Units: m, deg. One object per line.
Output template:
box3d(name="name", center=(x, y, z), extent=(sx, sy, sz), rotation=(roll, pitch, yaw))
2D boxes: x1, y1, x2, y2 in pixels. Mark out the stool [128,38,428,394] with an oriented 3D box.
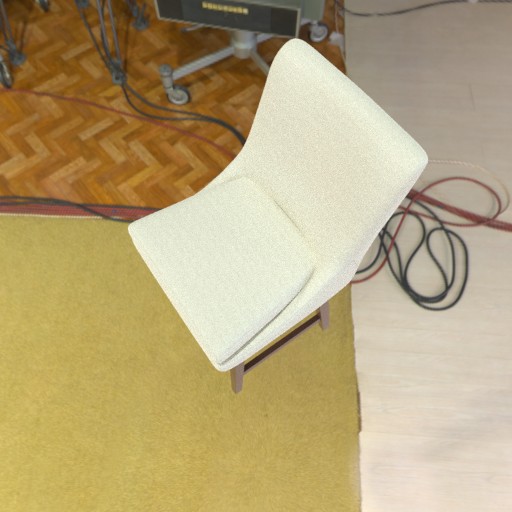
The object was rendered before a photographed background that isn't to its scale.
box3d(name="stool", center=(0.000, 0.000, 1.309), extent=(0.559, 0.991, 0.483), rotation=(-32, 68, -15))
